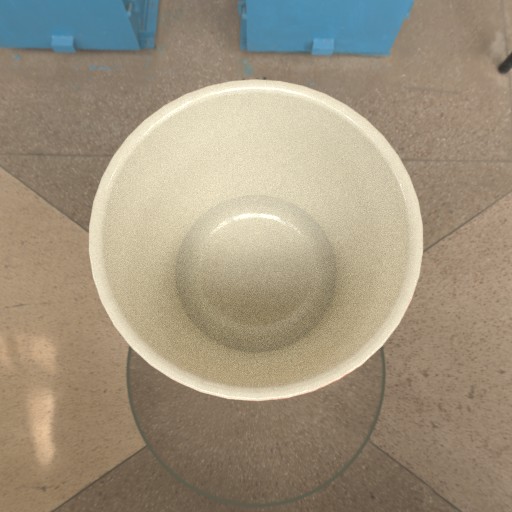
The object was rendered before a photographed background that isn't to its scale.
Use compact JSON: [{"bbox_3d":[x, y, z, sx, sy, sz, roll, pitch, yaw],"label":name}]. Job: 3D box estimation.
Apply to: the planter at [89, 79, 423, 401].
[{"bbox_3d":[0.000,0.000,0.325,0.192,0.148,0.192,0,76,0],"label":"planter"}]
